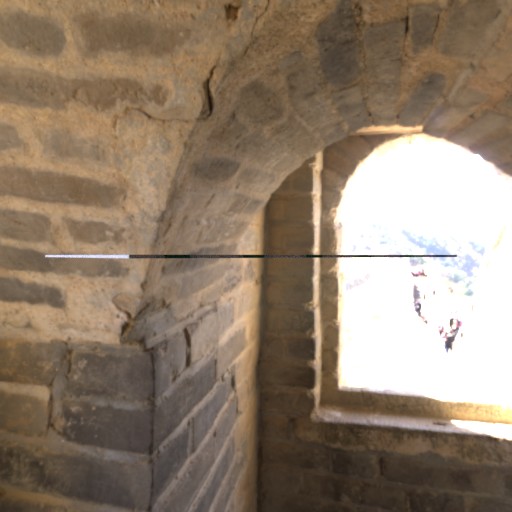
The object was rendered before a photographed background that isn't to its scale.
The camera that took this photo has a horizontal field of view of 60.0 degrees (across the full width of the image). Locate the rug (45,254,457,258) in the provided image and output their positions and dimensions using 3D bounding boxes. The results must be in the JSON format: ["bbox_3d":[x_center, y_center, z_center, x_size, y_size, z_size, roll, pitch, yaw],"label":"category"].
[{"bbox_3d":[0.000,0.000,2.352,1.829,0.012,1.210,0,0,-36],"label":"rug"}]
